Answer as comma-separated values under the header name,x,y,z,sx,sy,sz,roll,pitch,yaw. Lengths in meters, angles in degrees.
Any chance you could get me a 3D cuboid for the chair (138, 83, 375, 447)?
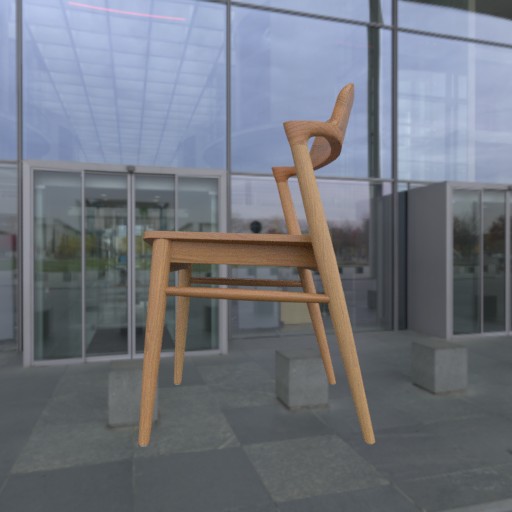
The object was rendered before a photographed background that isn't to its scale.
name,x,y,z,sx,sy,sz,roll,pitch,yaw
chair,0.000,0.000,1.149,0.499,0.792,0.512,0,0,-1
